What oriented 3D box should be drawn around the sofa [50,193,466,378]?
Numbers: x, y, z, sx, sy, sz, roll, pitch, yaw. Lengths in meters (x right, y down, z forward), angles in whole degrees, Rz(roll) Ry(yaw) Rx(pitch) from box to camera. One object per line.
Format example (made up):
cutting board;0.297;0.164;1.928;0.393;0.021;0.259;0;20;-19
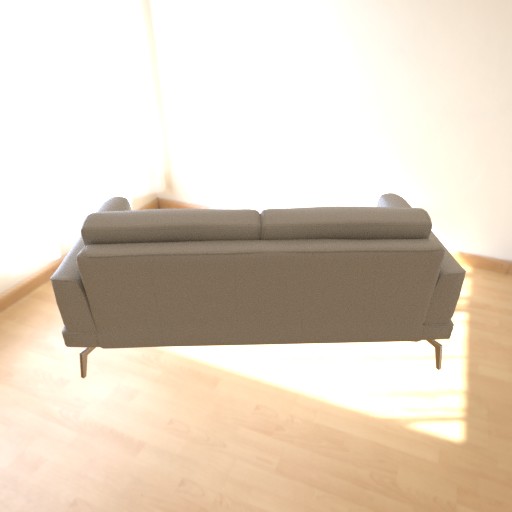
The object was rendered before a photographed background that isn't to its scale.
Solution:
sofa;0.000;0.000;2.764;2.177;0.930;1.121;-1;30;-2
